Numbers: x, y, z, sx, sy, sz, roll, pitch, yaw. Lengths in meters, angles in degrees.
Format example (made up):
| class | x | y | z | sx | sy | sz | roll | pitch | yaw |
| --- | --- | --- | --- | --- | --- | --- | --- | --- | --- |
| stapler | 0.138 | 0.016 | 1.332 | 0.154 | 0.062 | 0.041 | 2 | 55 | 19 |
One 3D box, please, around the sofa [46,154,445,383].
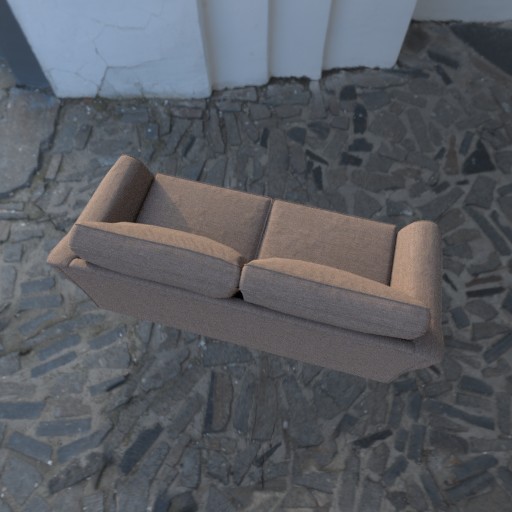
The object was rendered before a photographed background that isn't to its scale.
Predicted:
| class | x | y | z | sx | sy | sz | roll | pitch | yaw |
| --- | --- | --- | --- | --- | --- | --- | --- | --- | --- |
| sofa | 0.000 | 0.000 | 2.857 | 2.270 | 0.965 | 0.980 | 13 | 65 | 6 |
